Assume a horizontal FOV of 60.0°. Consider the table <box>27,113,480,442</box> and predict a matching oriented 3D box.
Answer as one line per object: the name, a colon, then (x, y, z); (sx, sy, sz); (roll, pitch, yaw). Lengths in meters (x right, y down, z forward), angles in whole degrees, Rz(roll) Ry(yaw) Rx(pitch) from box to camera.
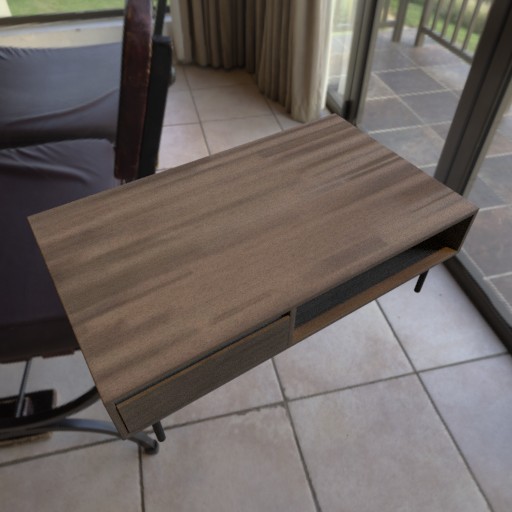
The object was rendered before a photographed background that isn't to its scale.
table: (0.000, 0.000, 1.355); (1.088, 0.347, 0.643); (-24, 51, -22)
